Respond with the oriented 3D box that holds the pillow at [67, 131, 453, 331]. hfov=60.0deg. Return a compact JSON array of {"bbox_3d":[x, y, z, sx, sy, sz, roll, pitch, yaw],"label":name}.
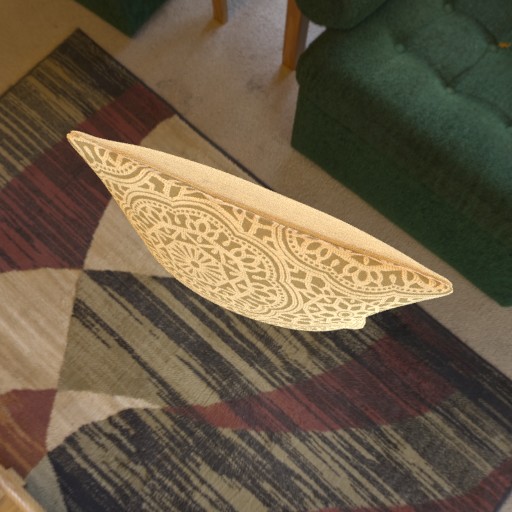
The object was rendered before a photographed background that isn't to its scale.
[{"bbox_3d":[0.000,0.000,0.654,0.438,0.421,0.167,22,77,5],"label":"pillow"}]
